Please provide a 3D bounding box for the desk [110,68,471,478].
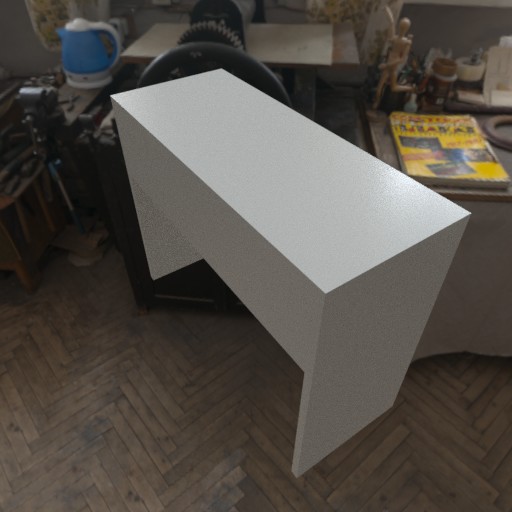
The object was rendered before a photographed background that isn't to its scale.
[{"bbox_3d":[0.000,0.000,1.409,0.400,0.790,1.000,-25,48,-25],"label":"desk"}]
